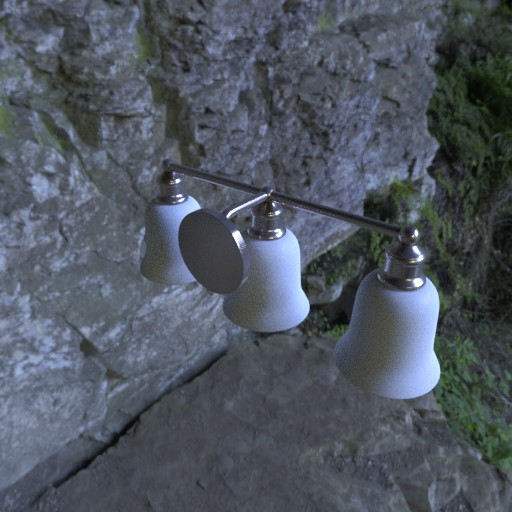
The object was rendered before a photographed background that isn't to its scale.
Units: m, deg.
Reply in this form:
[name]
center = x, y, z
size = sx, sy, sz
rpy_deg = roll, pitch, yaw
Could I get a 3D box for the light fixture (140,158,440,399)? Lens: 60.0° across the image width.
[light fixture]
center = 0.000, 0.000, 0.671
size = 0.570, 0.211, 0.198
rpy_deg = 21, 36, 33
